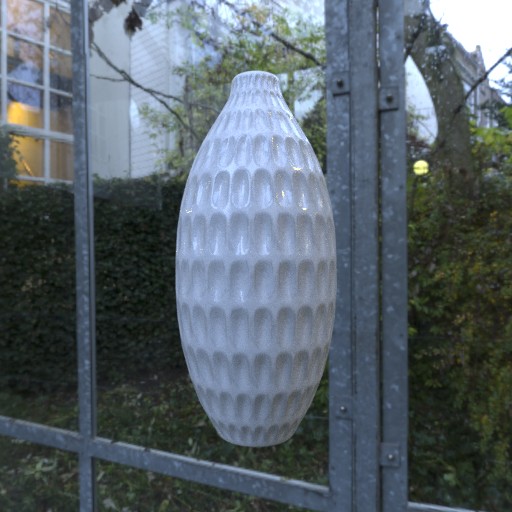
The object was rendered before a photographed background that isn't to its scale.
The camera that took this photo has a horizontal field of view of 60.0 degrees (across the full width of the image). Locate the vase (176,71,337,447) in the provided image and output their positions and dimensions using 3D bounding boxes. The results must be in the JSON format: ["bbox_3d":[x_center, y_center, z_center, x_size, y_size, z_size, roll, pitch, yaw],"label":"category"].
[{"bbox_3d":[0.000,0.000,0.355,0.127,0.282,0.127,0,0,0],"label":"vase"}]
